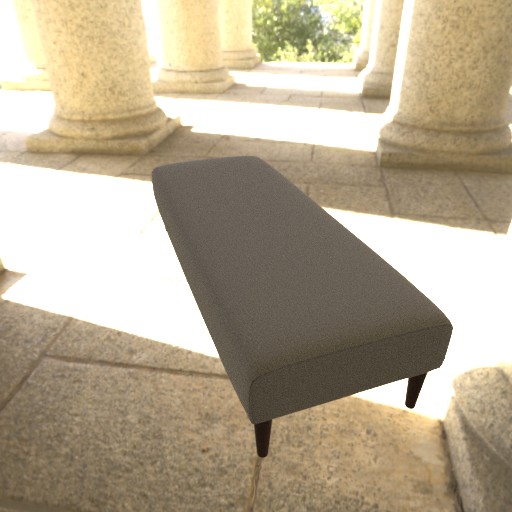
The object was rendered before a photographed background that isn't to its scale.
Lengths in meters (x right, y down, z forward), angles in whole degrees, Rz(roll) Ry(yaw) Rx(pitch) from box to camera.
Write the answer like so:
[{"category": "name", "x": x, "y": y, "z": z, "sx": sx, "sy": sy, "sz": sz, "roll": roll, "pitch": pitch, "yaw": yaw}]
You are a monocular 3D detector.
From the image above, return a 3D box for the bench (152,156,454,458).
[{"category": "bench", "x": 0.000, "y": 0.000, "z": 1.874, "sx": 0.646, "sy": 0.393, "sz": 1.609, "roll": -10, "pitch": 32, "yaw": -17}]
